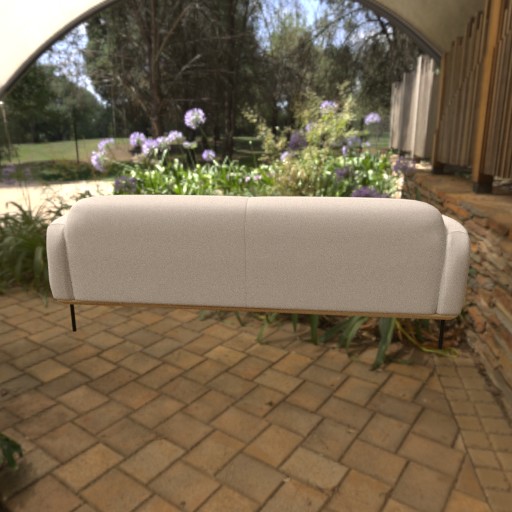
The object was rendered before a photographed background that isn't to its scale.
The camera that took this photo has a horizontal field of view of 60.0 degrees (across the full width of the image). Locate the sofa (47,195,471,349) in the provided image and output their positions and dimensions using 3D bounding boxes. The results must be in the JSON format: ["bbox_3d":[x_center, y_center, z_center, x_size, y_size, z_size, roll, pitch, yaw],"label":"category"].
[{"bbox_3d":[0.000,0.000,2.664,2.257,0.780,0.880,2,14,6],"label":"sofa"}]
